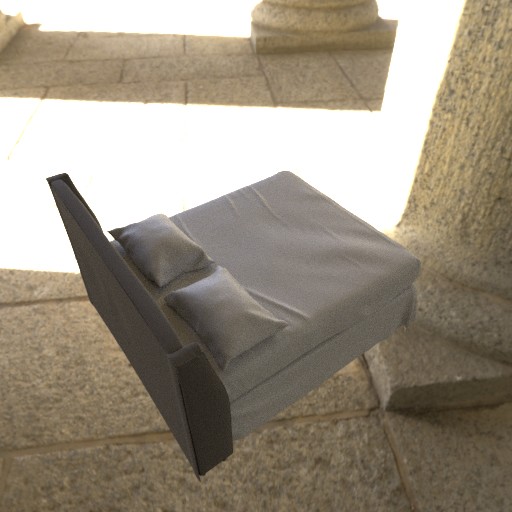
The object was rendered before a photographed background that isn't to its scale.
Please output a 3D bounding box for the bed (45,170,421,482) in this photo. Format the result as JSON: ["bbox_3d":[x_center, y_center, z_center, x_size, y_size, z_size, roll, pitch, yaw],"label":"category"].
[{"bbox_3d":[0.000,0.000,3.433,2.276,1.332,1.925,-26,49,-26],"label":"bed"}]
